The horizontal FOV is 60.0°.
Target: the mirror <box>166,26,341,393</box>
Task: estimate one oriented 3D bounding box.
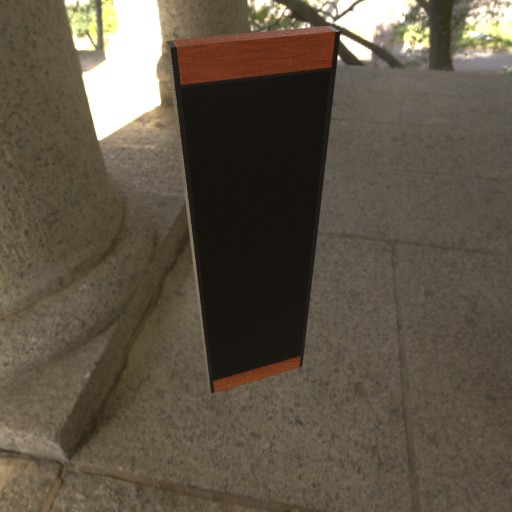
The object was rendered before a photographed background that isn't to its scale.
[{"bbox_3d":[0.000,0.000,1.223,0.343,1.123,0.047,-13,42,-14],"label":"mirror"}]
